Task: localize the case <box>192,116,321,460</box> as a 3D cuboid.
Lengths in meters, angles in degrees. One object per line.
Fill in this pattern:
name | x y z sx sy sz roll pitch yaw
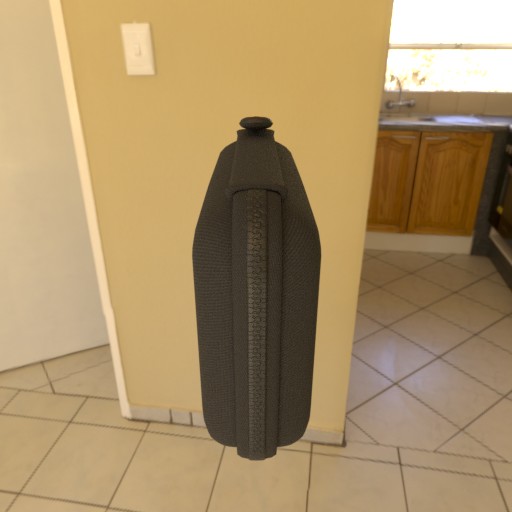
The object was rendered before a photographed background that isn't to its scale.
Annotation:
case | 0.000 0.000 0.182 0.038 0.105 0.132 0 25 0
